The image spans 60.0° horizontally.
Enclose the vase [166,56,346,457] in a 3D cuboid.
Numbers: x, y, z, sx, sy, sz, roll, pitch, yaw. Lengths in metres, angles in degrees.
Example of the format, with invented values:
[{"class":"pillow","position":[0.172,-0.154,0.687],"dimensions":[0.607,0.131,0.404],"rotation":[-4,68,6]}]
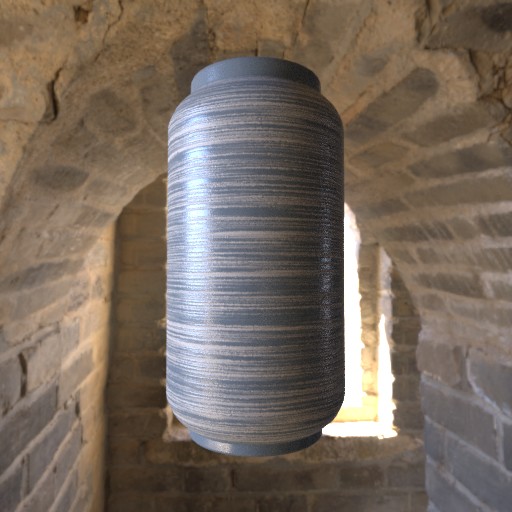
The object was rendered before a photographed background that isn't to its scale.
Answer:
[{"class":"vase","position":[0.000,0.000,0.295],"dimensions":[0.116,0.230,0.116],"rotation":[0,-2,0]}]
